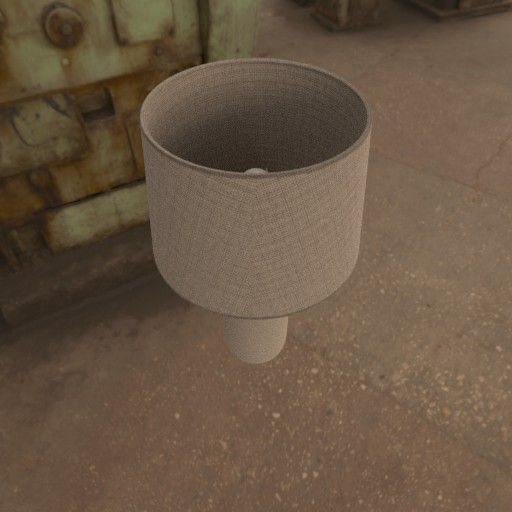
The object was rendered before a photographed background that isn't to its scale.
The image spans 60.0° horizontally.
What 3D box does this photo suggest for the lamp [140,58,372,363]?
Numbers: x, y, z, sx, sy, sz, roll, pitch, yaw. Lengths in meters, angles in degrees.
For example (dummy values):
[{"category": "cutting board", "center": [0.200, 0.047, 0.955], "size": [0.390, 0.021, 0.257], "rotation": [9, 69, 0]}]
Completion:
[{"category": "lamp", "center": [0.000, 0.000, 0.838], "size": [0.367, 0.609, 0.367], "rotation": [0, 47, 0]}]
